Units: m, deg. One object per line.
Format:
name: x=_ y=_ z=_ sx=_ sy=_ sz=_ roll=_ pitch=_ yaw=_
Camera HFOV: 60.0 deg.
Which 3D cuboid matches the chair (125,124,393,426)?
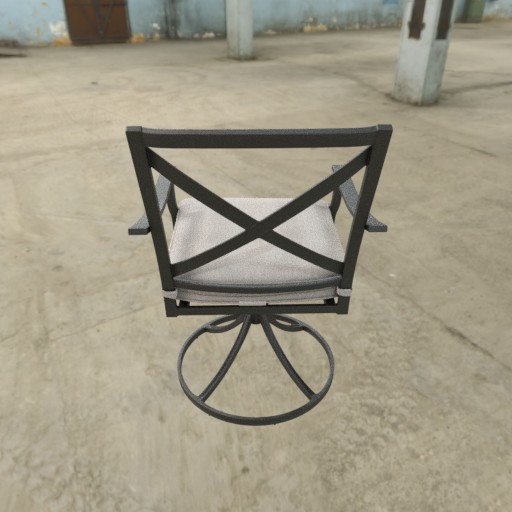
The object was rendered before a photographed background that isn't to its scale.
chair: x=0.000 y=0.000 z=1.281 sx=0.575 sy=0.889 sz=0.620 roll=-1 pitch=31 yaw=-1
